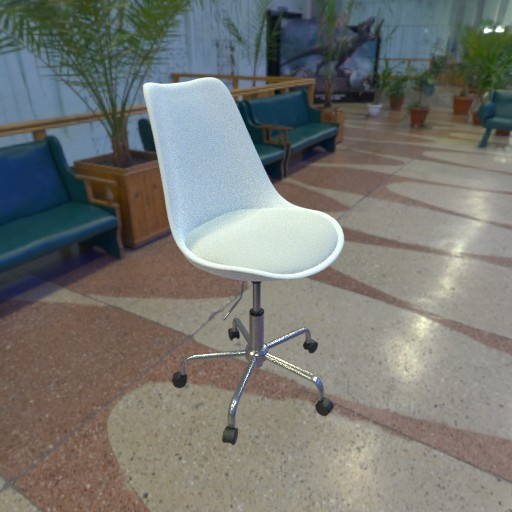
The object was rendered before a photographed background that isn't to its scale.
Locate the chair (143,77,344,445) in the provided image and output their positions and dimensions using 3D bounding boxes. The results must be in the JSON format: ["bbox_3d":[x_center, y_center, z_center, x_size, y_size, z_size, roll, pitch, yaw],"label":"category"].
[{"bbox_3d":[0.000,0.000,1.283,0.550,0.930,0.550,16,30,30],"label":"chair"}]
